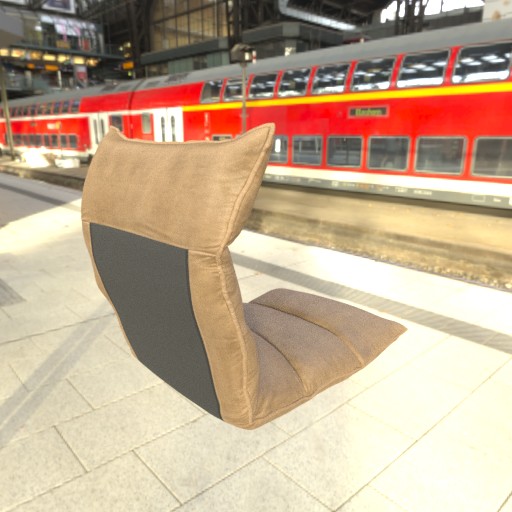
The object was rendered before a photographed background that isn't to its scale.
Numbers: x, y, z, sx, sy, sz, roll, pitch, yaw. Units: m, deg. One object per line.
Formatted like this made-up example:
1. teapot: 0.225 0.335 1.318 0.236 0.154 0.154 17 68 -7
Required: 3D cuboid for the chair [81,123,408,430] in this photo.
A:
1. chair: 0.000 0.000 1.574 0.985 0.892 0.714 -15 21 -42
